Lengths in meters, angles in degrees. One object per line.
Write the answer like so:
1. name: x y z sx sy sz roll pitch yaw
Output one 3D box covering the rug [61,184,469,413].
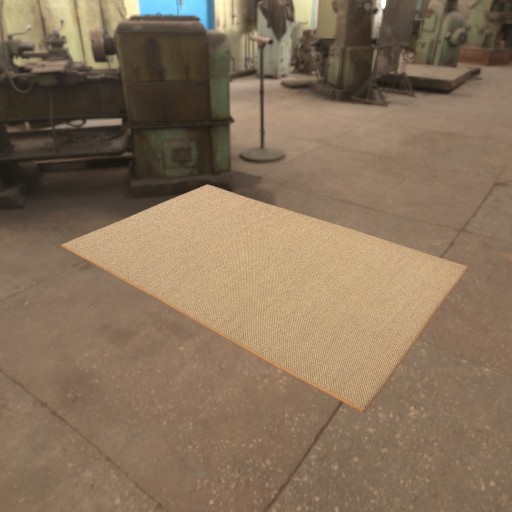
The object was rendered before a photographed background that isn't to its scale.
1. rug: 0.000 0.000 2.144 1.678 0.013 1.078 22 37 32
